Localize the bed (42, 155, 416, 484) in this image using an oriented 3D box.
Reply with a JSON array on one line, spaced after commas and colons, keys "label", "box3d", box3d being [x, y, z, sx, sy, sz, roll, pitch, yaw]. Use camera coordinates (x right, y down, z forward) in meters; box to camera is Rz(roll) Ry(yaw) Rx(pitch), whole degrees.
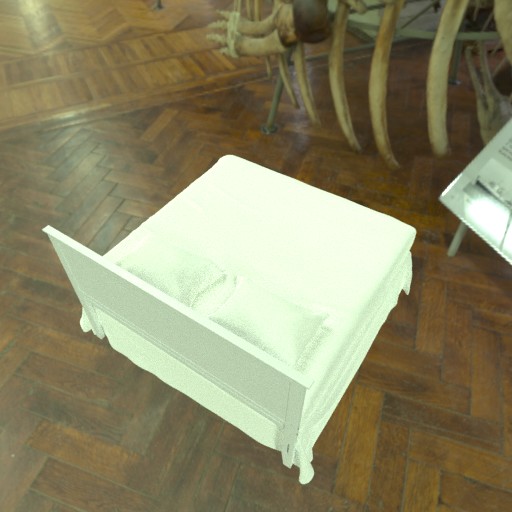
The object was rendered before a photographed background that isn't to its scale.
[{"label": "bed", "box3d": [0.000, 0.000, 3.609, 2.317, 1.273, 2.215, 26, 53, 22]}]
